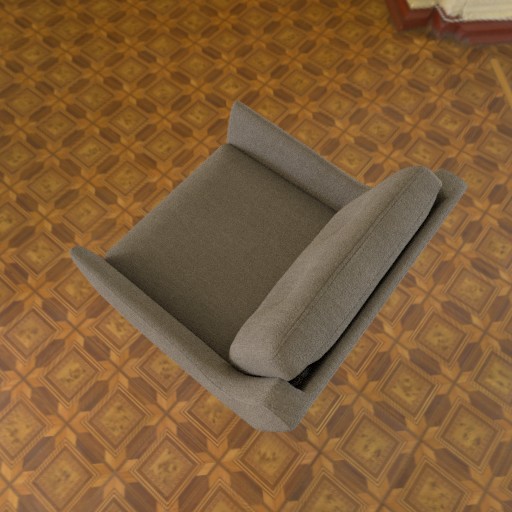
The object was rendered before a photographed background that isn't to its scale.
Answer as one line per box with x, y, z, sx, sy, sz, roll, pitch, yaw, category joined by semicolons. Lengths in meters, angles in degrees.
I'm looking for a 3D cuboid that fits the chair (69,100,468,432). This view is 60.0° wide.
0.000;0.000;1.490;0.849;0.828;0.847;36;69;16;chair
